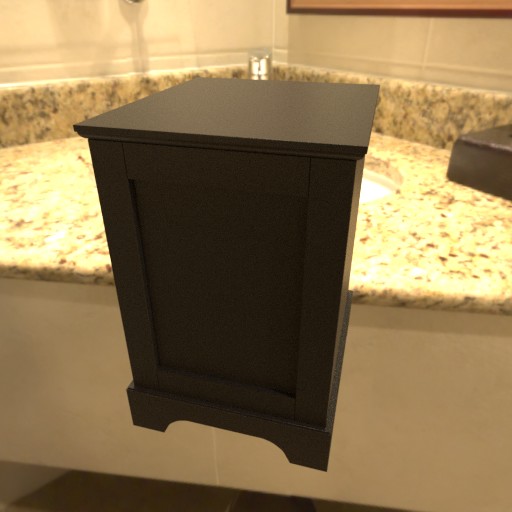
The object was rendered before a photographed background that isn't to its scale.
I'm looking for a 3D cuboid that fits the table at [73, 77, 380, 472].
[{"bbox_3d":[0.000,0.000,0.907,0.399,0.610,0.460,8,31,13],"label":"table"}]
